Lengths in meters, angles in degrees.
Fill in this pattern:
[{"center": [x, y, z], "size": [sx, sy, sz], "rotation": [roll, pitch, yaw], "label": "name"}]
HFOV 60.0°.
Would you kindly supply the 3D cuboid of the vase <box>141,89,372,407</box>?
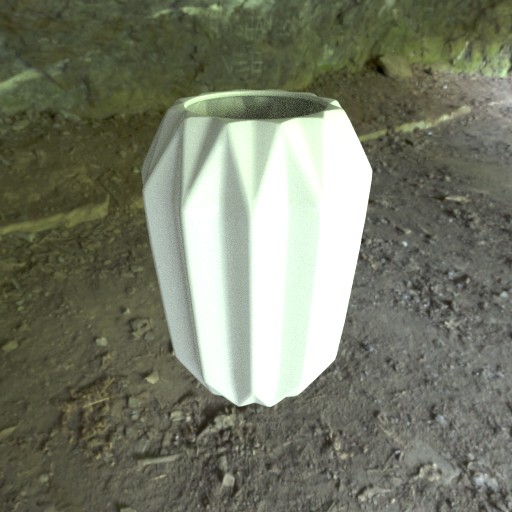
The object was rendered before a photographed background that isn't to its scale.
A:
[{"center": [0.000, 0.000, 0.413], "size": [0.195, 0.275, 0.195], "rotation": [0, 30, 0], "label": "vase"}]
